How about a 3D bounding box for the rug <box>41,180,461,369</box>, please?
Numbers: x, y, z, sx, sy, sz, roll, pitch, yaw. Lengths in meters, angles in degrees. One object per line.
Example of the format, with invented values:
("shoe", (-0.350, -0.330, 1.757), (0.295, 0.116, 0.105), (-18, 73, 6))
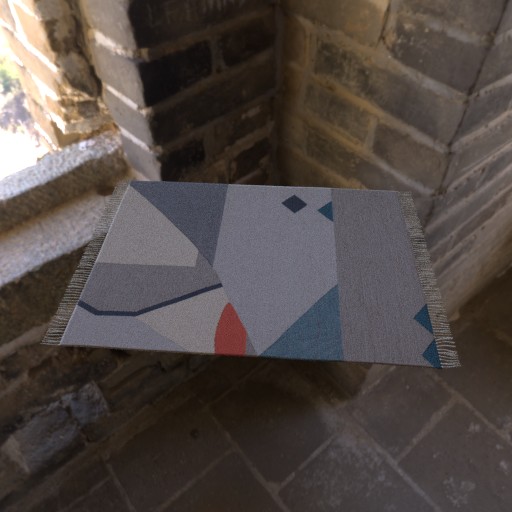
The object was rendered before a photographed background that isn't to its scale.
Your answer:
("rug", (0.000, 0.000, 2.334), (1.828, 0.005, 1.220), (3, 46, 3))
